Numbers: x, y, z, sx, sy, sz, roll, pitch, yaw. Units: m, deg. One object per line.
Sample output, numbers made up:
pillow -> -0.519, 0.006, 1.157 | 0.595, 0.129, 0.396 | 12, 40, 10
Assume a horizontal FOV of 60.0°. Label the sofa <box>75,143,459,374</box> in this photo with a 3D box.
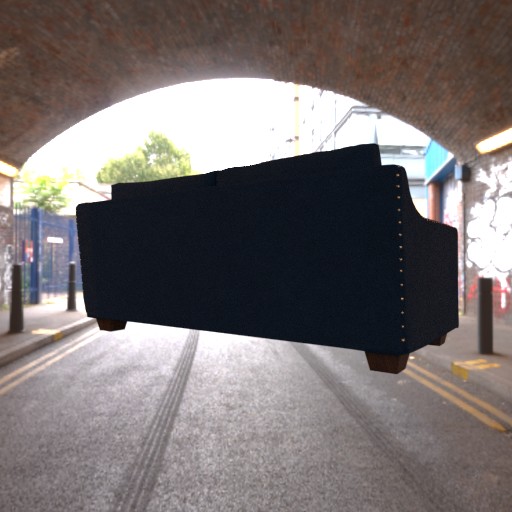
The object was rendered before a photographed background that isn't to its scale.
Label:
sofa -> 0.000, 0.000, 2.711 | 2.107, 0.983, 1.104 | 0, -1, 35
